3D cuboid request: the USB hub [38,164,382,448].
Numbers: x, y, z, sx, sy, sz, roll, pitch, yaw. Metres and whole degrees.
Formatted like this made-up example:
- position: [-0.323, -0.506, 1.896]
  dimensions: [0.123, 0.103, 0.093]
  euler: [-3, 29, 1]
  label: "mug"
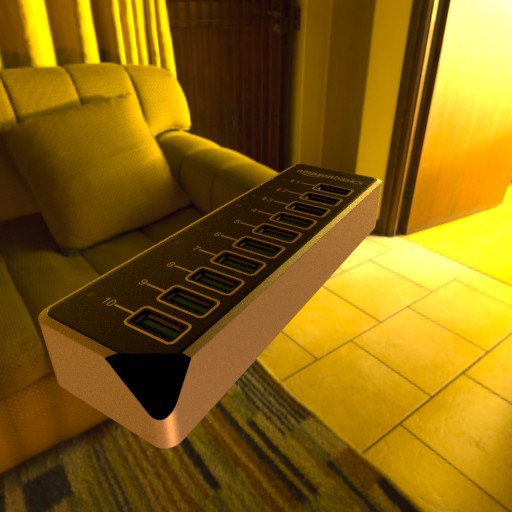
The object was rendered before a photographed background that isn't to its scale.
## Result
- position: [0.000, 0.000, 0.161]
  dimensions: [0.044, 0.023, 0.145]
  euler: [18, 35, 28]
  label: "USB hub"
